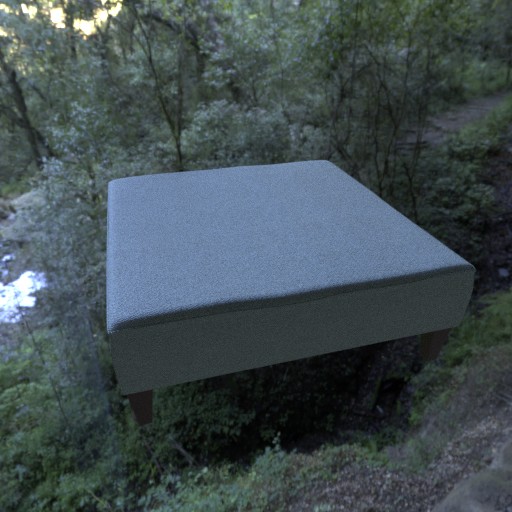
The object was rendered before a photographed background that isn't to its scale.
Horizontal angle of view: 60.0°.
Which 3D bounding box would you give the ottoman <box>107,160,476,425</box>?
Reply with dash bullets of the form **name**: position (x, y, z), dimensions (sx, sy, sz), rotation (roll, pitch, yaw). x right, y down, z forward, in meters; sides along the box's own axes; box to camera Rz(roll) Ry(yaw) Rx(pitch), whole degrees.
- **ottoman**: position (0.000, 0.000, 1.569), dimensions (0.968, 0.379, 1.004), rotation (-8, 31, -14)
